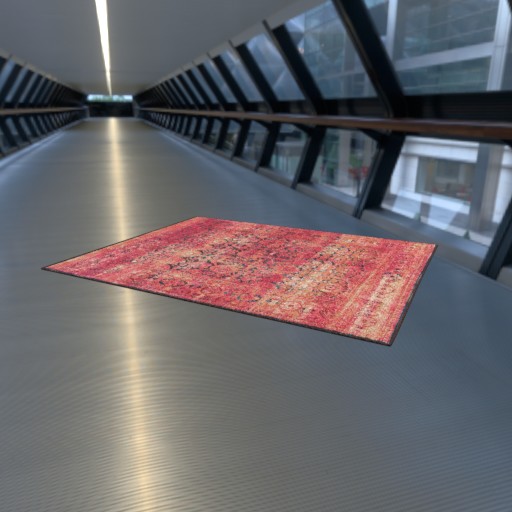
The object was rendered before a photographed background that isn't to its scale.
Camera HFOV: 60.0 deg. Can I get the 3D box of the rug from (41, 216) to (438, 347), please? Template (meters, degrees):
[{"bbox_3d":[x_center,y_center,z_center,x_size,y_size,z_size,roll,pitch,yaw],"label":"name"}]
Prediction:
[{"bbox_3d":[0.000,0.000,4.256,3.032,0.020,2.411,9,19,26],"label":"rug"}]
